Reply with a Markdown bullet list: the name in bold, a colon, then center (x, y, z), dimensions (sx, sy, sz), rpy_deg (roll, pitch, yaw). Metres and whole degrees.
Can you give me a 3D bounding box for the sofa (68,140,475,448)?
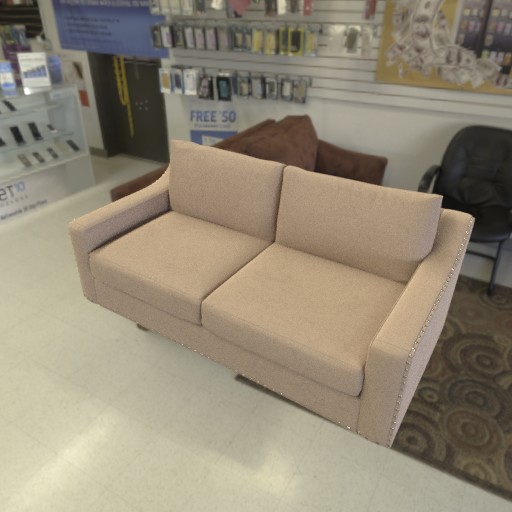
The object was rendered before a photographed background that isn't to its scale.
- **sofa**: center (0.000, 0.000, 2.468), dimensions (1.967, 0.901, 1.030), rpy_deg (19, 36, 28)
